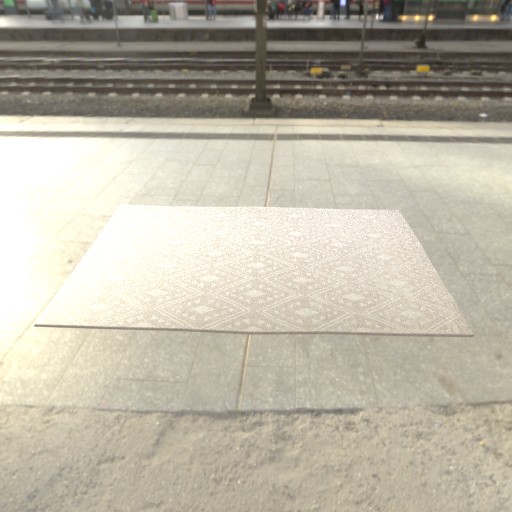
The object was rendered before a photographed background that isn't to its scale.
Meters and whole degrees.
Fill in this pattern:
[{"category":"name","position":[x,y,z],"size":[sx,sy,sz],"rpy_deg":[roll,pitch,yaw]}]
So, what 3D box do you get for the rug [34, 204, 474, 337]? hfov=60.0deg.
[{"category":"rug","position":[0.000,0.000,2.366],"size":[1.829,0.034,1.252],"rpy_deg":[1,30,1]}]
